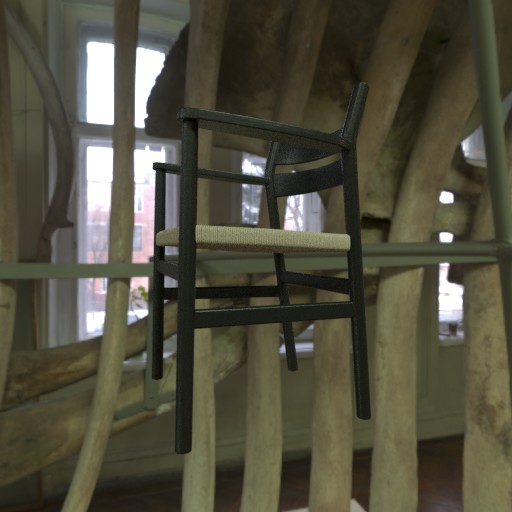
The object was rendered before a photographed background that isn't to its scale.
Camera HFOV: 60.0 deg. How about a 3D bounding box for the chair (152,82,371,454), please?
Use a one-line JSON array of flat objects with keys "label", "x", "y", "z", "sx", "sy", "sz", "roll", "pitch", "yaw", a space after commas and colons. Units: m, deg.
[{"label": "chair", "x": 0.000, "y": 0.000, "z": 1.196, "sx": 0.508, "sy": 0.775, "sz": 0.630, "roll": 0, "pitch": 1, "yaw": -18}]
